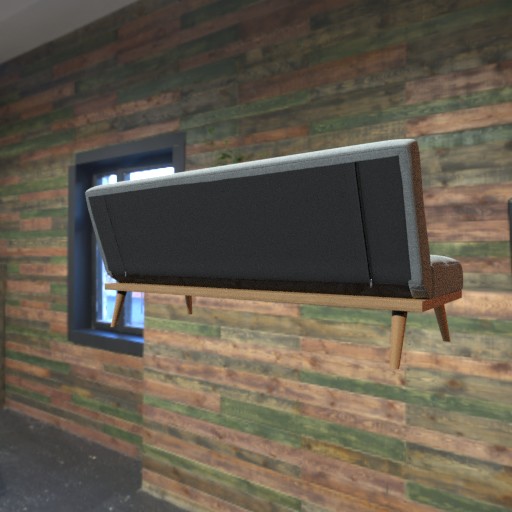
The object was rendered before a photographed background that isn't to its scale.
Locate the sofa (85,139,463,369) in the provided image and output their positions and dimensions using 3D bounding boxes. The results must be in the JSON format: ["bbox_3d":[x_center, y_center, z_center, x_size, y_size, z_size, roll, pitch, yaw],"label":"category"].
[{"bbox_3d":[0.000,0.000,2.263,1.820,0.800,0.800,0,0,36],"label":"sofa"}]
